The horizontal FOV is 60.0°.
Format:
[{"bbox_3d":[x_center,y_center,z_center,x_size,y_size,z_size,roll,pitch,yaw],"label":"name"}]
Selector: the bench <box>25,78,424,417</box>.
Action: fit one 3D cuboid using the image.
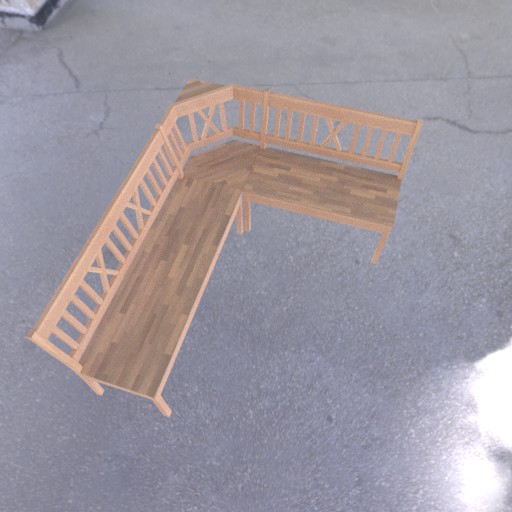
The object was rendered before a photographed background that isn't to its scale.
[{"bbox_3d":[0.000,0.000,2.704,1.537,0.902,1.937,15,59,9],"label":"bench"}]
